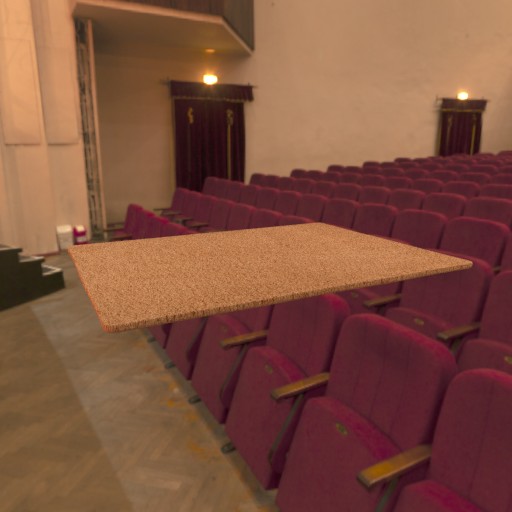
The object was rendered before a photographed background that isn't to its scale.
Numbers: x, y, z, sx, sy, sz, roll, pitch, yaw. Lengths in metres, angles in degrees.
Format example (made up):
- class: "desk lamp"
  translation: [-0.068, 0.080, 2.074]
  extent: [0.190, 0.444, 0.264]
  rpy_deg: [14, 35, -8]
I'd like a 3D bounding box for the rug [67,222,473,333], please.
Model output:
- class: "rug"
  translation: [0.000, 0.000, 2.148]
  extent: [1.600, 0.025, 1.199]
  rpy_deg: [-7, 16, -26]
